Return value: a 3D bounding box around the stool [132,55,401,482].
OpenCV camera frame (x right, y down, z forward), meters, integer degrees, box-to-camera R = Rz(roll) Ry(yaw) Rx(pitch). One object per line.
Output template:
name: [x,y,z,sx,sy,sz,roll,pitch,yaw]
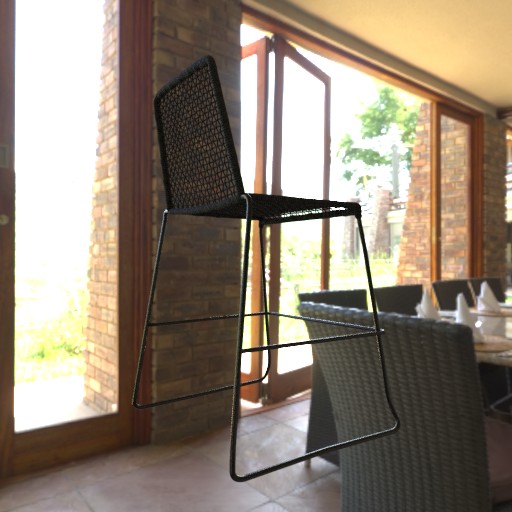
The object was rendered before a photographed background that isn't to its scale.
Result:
stool: [0.000,0.000,1.233,0.509,0.905,0.590,0,-1,-36]
